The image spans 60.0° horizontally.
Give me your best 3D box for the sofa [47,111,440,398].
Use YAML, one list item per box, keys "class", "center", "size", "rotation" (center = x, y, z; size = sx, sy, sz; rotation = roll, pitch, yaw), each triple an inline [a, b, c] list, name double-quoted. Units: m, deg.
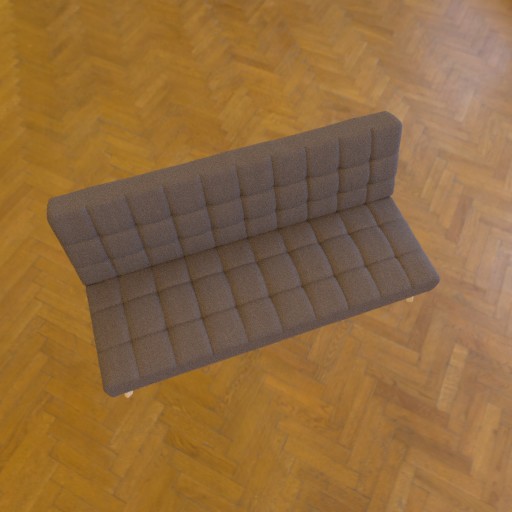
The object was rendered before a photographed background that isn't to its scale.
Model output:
- class: "sofa"
  center: [0.000, 0.000, 2.333]
  size: [1.800, 0.810, 0.860]
  rotation: [-17, 63, -9]
